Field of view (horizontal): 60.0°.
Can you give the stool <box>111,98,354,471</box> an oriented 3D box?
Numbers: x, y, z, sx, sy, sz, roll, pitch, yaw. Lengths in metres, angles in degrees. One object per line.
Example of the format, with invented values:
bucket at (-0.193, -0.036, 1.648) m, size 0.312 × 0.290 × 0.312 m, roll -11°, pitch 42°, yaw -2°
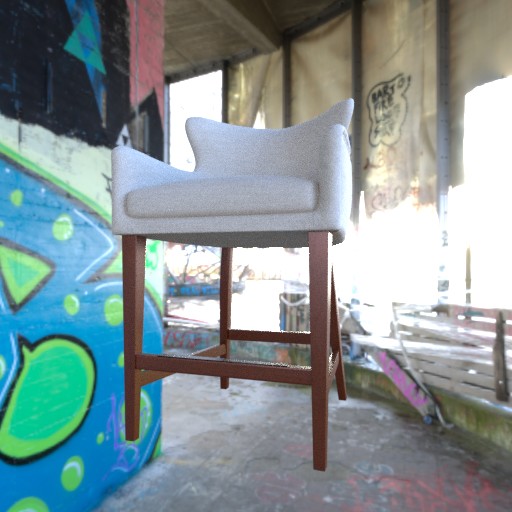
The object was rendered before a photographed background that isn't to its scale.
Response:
stool at (0.000, 0.000, 1.362) m, size 0.615 × 0.987 × 0.637 m, roll 0°, pitch 0°, yaw 19°
